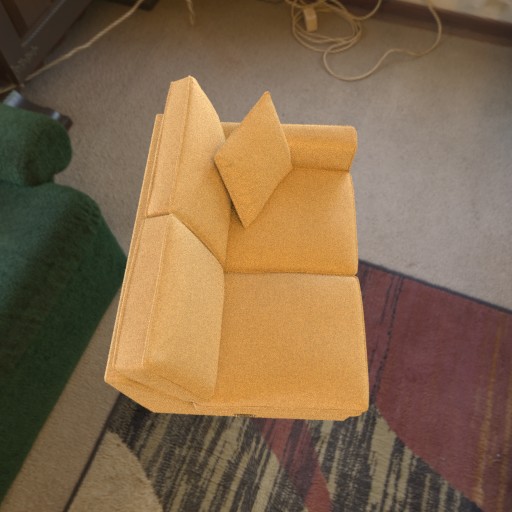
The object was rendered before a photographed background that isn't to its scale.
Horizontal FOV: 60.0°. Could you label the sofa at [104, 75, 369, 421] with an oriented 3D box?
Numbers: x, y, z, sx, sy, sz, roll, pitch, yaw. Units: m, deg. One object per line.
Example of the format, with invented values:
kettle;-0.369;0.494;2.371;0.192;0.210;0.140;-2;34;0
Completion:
sofa;0.000;0.000;2.091;0.991;0.989;1.388;2;63;1
